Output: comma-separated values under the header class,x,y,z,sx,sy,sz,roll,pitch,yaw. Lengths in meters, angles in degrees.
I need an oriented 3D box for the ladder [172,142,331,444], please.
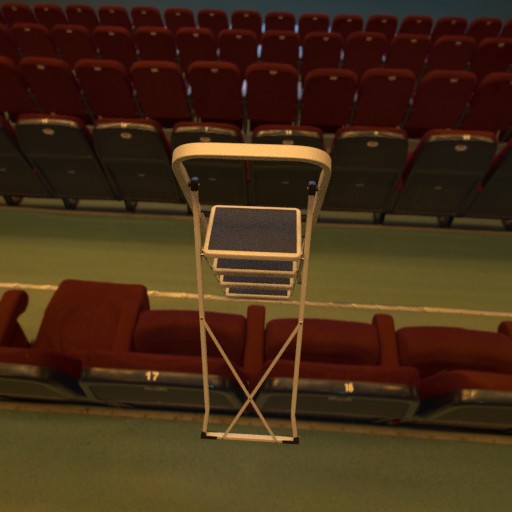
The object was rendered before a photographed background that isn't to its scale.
class,x,y,z,sx,sy,sz,roll,pitch,yaw
ladder,0.000,0.000,1.694,0.460,1.265,0.914,2,46,2
